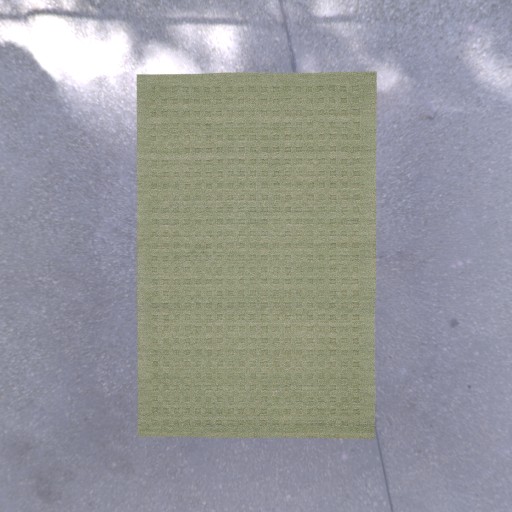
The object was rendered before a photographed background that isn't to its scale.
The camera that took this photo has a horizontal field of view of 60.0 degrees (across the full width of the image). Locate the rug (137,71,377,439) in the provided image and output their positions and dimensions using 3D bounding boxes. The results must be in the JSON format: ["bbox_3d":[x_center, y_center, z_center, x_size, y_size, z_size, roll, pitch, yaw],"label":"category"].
[{"bbox_3d":[0.000,0.000,2.119,1.143,0.006,1.747,0,91,1],"label":"rug"}]
